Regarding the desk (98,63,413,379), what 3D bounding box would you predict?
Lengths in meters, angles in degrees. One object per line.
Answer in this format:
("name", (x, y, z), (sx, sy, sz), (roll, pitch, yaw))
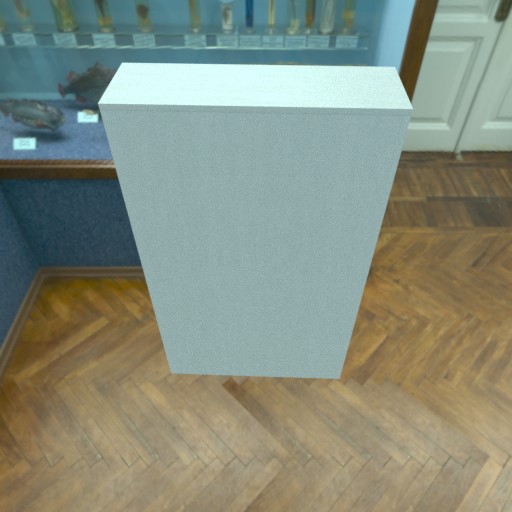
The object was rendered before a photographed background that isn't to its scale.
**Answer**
("desk", (0.000, 0.000, 1.599), (0.750, 1.280, 0.250), (2, 46, 1))
